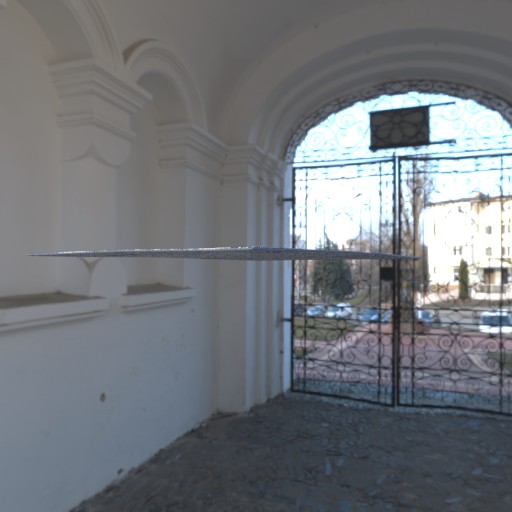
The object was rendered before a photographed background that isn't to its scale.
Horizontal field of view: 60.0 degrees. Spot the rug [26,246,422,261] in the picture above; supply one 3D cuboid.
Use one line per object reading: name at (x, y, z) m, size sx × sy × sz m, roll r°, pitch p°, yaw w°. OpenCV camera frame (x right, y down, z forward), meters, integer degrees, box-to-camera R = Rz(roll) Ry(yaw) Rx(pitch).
rug at (0.000, 0.000, 3.070) m, size 1.624 × 0.030 × 2.349 m, roll -1°, pitch -2°, yaw 35°
